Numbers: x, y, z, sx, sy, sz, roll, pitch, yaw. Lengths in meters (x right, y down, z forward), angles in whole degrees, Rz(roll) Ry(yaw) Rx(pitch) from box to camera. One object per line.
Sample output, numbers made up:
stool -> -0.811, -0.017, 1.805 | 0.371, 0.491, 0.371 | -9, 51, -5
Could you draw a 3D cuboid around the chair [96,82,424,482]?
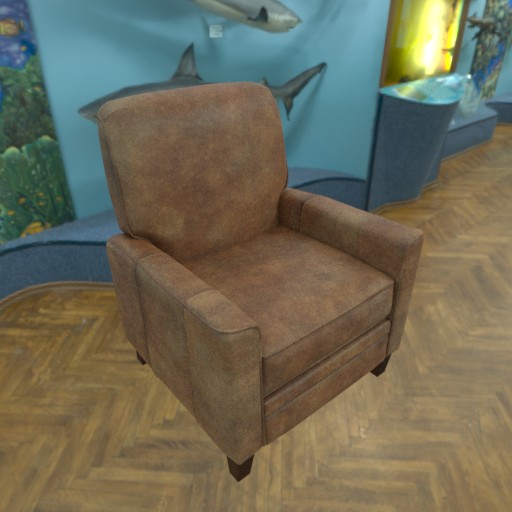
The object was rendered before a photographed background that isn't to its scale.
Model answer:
chair -> 0.000, 0.000, 1.574 | 0.843, 1.043, 0.836 | -23, 37, -33
